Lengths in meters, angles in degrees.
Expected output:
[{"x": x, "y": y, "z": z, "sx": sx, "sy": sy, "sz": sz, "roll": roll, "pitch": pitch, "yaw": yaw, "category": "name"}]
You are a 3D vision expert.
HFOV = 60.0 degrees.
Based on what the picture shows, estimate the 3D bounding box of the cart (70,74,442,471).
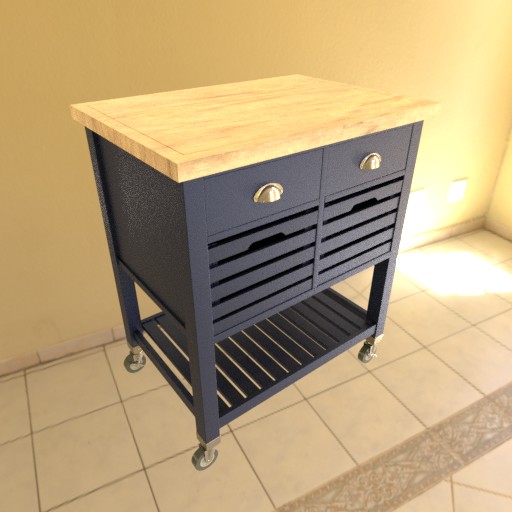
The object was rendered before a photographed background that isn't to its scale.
[{"x": 0.000, "y": 0.000, "z": 1.387, "sx": 0.797, "sy": 0.920, "sz": 0.567, "roll": -22, "pitch": 37, "yaw": -31, "category": "cart"}]
